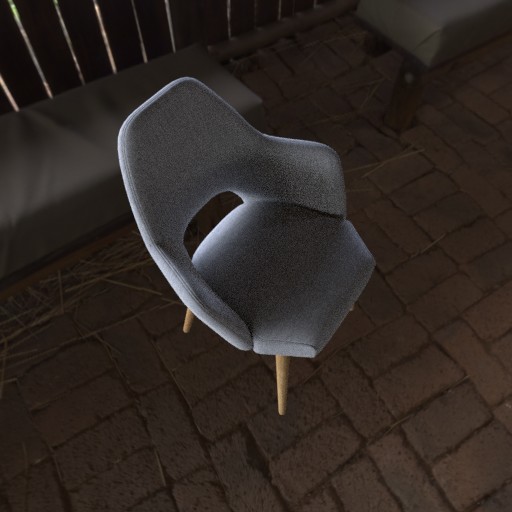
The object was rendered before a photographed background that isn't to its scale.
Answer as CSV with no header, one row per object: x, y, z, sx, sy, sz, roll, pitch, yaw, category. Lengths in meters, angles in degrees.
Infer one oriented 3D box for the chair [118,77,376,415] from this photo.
0.000,0.000,1.281,0.610,0.840,0.590,31,63,18,chair
